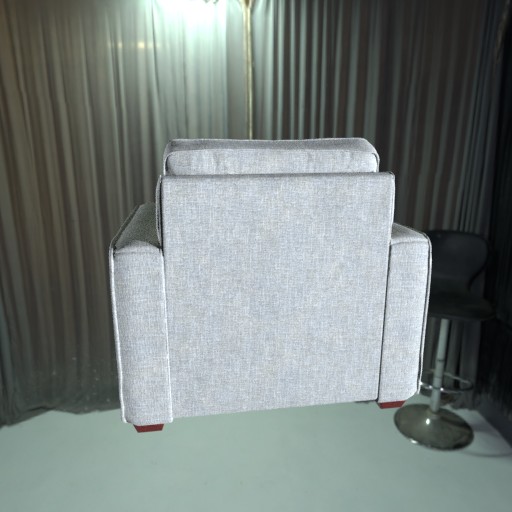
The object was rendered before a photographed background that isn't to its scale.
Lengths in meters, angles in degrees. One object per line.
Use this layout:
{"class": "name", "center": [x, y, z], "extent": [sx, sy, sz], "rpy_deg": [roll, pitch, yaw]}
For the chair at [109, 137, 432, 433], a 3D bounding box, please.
{"class": "chair", "center": [0.000, 0.000, 1.776], "extent": [1.016, 0.914, 0.940], "rpy_deg": [-2, 15, -9]}
